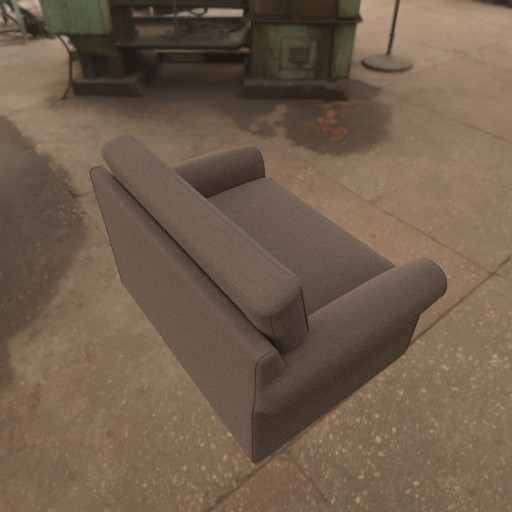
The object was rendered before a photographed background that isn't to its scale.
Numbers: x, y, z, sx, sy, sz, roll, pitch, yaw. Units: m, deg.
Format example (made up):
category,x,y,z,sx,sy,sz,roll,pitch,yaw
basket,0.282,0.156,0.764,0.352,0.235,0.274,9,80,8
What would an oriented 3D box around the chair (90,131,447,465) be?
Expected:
category,x,y,z,sx,sy,sz,roll,pitch,yaw
chair,0.000,0.000,2.010,0.930,0.930,1.390,-26,48,-26
